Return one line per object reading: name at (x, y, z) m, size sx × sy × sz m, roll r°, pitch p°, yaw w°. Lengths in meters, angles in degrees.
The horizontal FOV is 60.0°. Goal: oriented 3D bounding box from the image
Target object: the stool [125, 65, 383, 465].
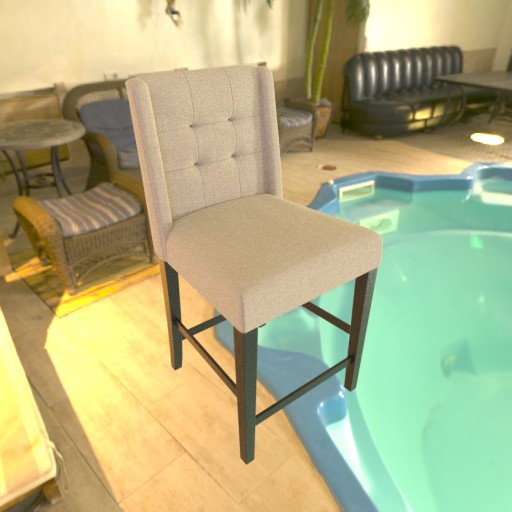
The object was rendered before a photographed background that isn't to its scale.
stool at (0.000, 0.000, 1.256) m, size 0.474 × 0.939 × 0.509 m, roll -21°, pitch 36°, yaw -33°
